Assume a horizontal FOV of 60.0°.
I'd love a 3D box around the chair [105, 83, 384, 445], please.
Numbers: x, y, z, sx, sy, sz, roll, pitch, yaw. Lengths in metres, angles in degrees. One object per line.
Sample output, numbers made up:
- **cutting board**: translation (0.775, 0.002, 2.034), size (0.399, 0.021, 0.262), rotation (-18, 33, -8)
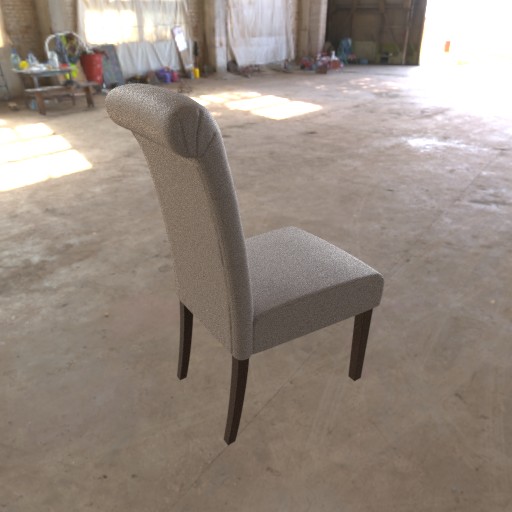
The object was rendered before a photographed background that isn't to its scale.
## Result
- **chair**: translation (0.000, 0.000, 1.351), size (0.671, 1.006, 0.456), rotation (-17, 32, -30)
